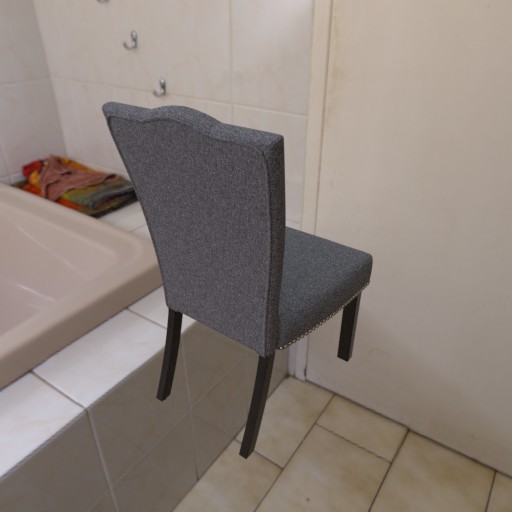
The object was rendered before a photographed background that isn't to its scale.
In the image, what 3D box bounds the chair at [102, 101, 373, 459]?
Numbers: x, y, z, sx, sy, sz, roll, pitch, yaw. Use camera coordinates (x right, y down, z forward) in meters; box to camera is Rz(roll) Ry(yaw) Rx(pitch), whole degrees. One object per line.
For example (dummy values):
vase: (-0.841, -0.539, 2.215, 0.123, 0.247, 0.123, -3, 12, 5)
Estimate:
chair: (0.000, 0.000, 1.315, 0.518, 0.946, 0.589, 21, 36, 31)
